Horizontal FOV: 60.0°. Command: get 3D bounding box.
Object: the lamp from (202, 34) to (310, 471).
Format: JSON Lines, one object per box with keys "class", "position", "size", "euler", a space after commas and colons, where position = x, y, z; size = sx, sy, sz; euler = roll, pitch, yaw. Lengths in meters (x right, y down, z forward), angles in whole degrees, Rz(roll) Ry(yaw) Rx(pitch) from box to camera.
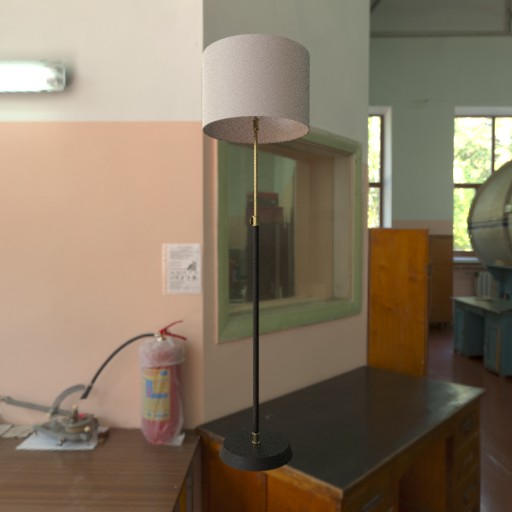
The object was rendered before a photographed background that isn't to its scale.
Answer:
{"class": "lamp", "position": [0.000, 0.000, 1.691], "size": [0.404, 1.517, 0.404], "euler": [1, 2, 35]}
